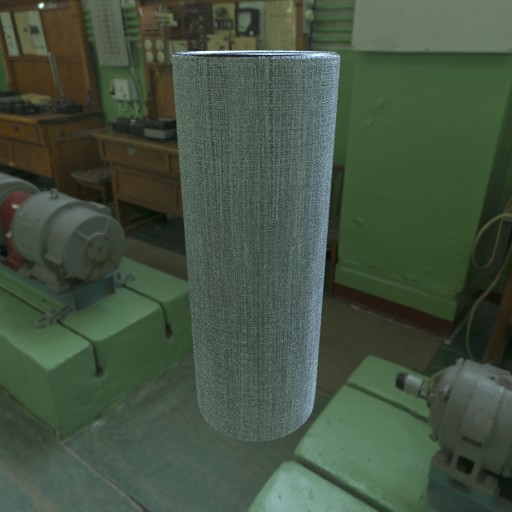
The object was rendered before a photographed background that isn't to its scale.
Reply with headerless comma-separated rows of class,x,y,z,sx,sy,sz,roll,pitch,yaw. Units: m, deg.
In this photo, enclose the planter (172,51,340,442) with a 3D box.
planter,0.000,0.000,0.323,0.100,0.270,0.100,17,30,31
